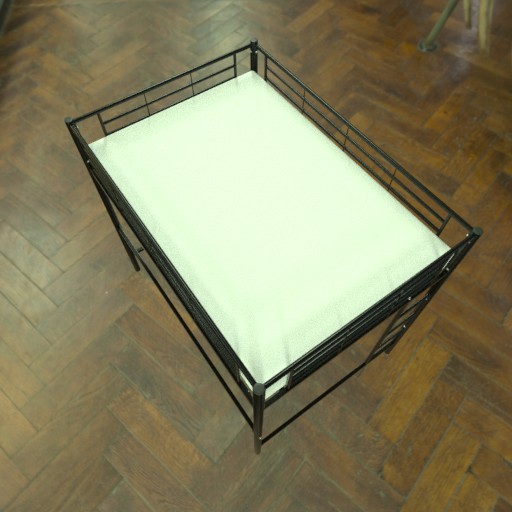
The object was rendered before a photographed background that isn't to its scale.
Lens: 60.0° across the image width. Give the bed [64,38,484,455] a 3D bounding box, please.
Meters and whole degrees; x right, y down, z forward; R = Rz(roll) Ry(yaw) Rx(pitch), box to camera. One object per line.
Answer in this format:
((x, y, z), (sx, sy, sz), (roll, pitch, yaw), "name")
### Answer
((0.000, 0.000, 3.186), (1.397, 1.803, 1.994), (-31, 64, -17), "bed")
